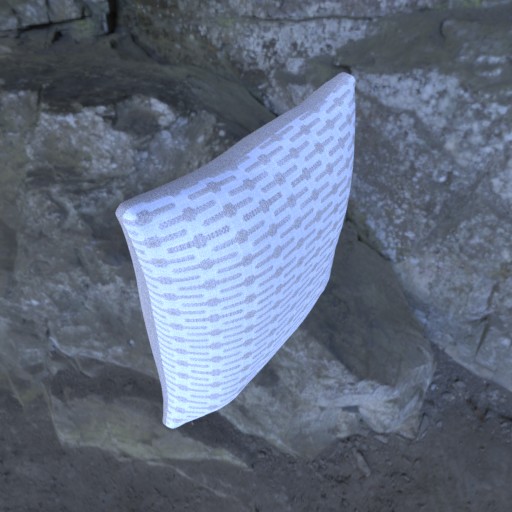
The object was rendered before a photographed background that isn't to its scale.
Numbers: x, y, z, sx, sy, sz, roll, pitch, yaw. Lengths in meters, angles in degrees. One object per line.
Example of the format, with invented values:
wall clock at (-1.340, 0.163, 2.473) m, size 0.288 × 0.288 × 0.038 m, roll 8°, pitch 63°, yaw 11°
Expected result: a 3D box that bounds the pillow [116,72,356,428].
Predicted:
pillow at (0.000, 0.000, 0.770) m, size 0.219 × 0.491 × 0.496 m, roll 27°, pitch 48°, yaw 26°
